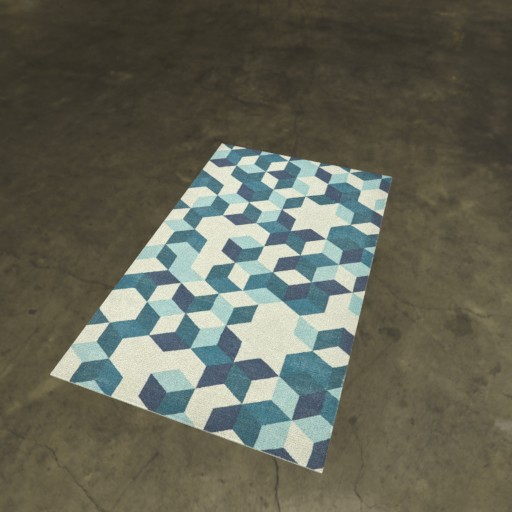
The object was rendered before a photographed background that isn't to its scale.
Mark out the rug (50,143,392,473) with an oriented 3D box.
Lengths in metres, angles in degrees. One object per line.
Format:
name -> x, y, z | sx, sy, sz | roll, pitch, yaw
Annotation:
rug -> 0.000, 0.000, 3.033 | 1.518, 0.015, 2.438 | 14, 48, 13
